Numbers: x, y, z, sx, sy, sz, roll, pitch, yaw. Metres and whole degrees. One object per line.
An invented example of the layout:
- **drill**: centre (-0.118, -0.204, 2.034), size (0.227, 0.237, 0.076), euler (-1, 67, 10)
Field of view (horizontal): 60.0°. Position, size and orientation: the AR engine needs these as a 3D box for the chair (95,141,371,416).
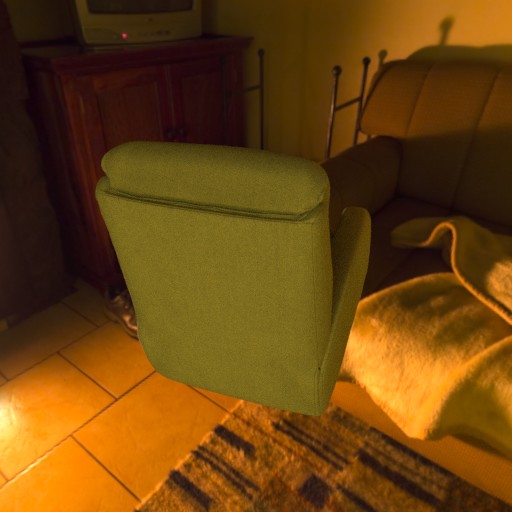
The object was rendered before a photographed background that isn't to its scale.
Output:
- **chair**: centre (0.000, 0.000, 1.660), size (0.794, 1.016, 0.940), euler (10, 32, 16)
